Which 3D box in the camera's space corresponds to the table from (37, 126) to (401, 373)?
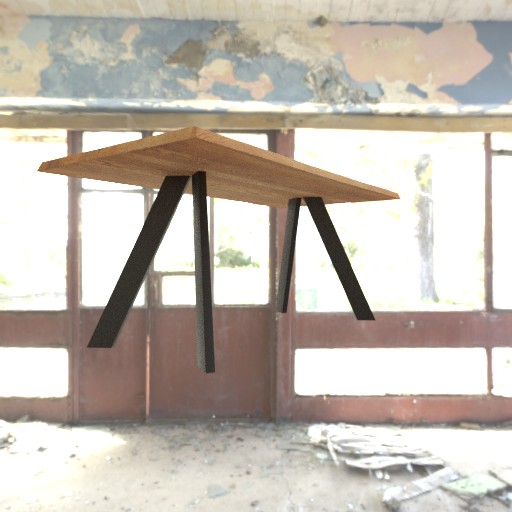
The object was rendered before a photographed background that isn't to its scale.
[{"bbox_3d":[0.000,0.000,2.265,0.900,0.770,1.800,0,0,36],"label":"table"}]
